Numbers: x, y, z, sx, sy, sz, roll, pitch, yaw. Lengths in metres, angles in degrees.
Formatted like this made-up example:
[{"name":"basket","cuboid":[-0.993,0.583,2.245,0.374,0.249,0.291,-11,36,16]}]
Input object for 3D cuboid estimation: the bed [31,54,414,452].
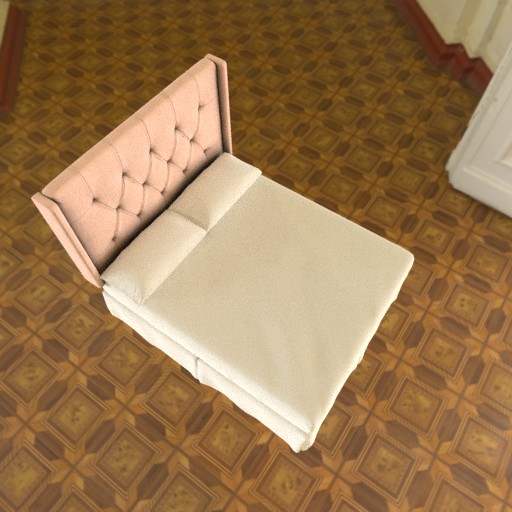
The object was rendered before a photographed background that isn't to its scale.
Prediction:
[{"name":"bed","cuboid":[0.000,0.000,3.336,2.066,1.665,1.719,30,63,17]}]
